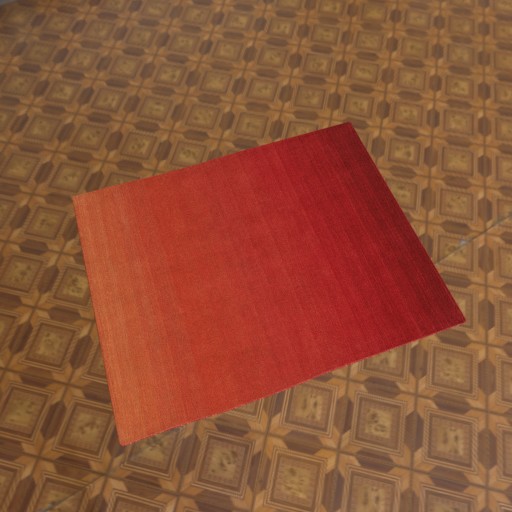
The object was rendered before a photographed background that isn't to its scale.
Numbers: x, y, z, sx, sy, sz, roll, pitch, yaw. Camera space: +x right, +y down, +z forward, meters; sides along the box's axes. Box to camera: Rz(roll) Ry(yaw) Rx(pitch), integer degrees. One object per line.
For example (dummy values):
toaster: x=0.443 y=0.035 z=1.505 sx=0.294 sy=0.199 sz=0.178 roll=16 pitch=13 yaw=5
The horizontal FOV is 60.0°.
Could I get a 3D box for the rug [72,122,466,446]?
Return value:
rug: x=0.000 y=0.000 z=3.940 sx=2.905 sy=0.028 sz=2.340 roll=-17 pitch=64 yaw=-9
